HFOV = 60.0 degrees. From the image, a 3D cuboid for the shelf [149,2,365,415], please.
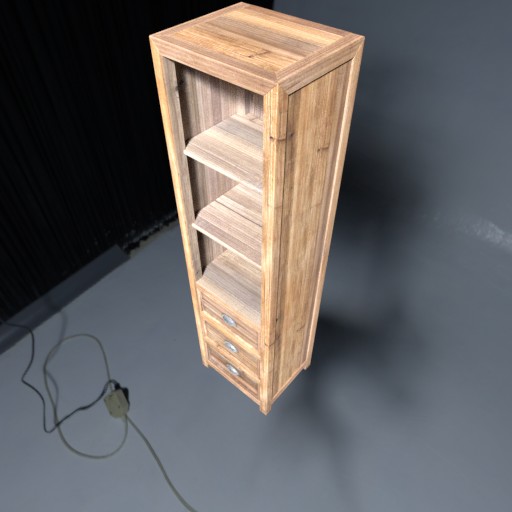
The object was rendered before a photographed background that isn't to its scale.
[{"bbox_3d":[0.000,0.000,2.016,0.500,1.900,0.428,32,54,27],"label":"shelf"}]
